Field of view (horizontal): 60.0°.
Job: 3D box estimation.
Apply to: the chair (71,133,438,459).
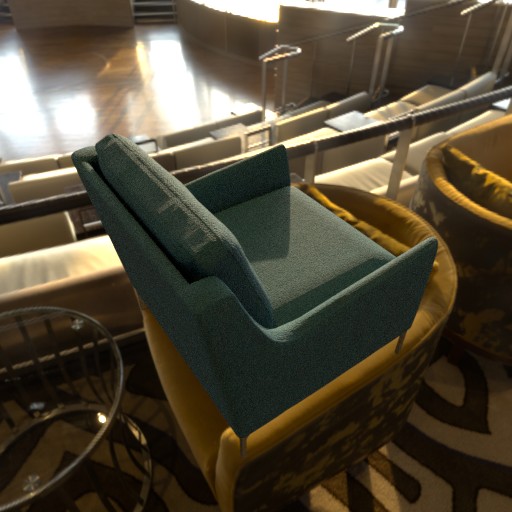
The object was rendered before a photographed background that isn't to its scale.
[{"bbox_3d":[0.000,0.000,1.524,0.849,0.828,0.847,-24,46,-26],"label":"chair"}]
